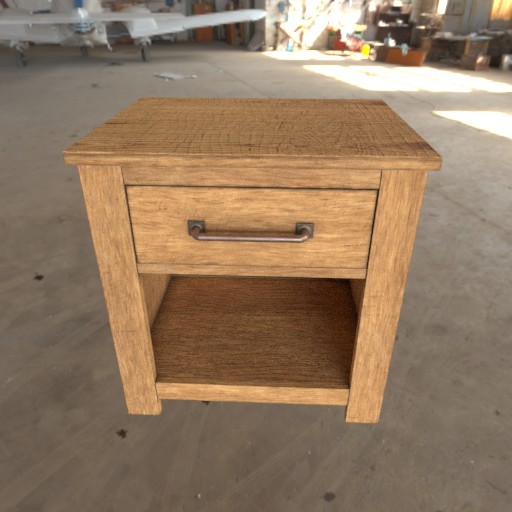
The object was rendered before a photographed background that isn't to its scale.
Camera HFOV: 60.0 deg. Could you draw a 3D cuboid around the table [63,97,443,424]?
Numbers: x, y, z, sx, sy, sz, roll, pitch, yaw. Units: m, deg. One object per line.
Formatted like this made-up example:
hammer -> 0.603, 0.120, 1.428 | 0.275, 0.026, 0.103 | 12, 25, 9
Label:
table -> 0.000, 0.000, 1.046 | 0.601, 0.625, 0.494 | 1, 30, 2
